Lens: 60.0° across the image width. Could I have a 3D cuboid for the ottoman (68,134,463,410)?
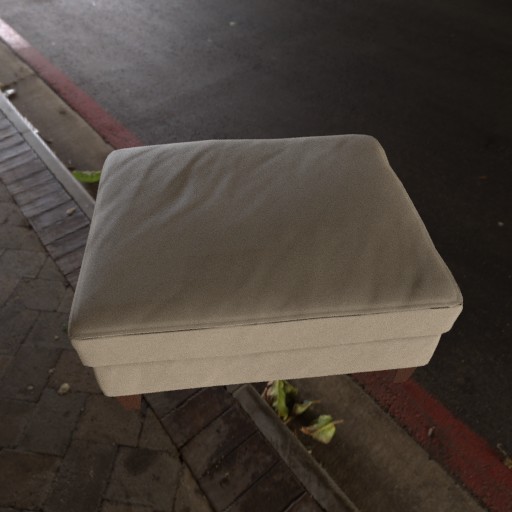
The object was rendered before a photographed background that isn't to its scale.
[{"bbox_3d":[0.000,0.000,1.497,1.002,0.492,0.836,-4,46,-4],"label":"ottoman"}]
